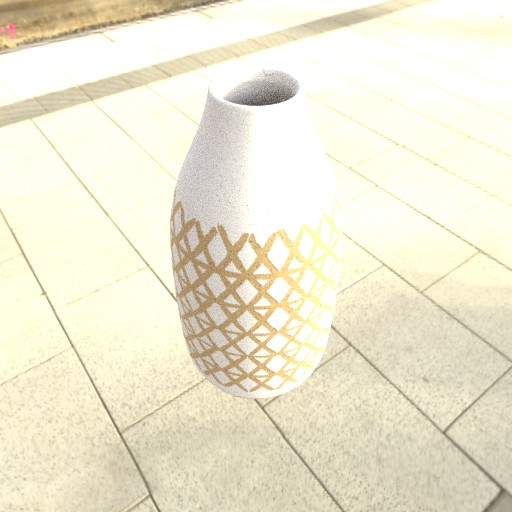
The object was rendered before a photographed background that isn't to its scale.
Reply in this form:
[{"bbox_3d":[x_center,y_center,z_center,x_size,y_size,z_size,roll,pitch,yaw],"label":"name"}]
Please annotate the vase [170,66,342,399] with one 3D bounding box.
[{"bbox_3d":[0.000,0.000,0.483,0.186,0.380,0.186,0,45,0],"label":"vase"}]
